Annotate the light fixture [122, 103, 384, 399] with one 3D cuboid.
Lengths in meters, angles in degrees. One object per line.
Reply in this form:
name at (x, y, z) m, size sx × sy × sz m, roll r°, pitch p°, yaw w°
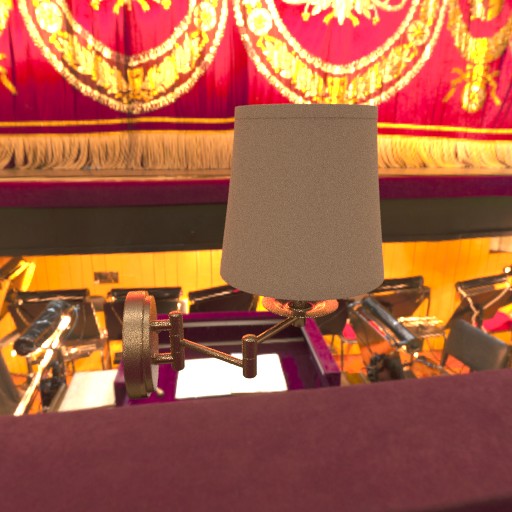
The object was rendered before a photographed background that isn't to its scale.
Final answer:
light fixture at (0.000, 0.000, 0.598) m, size 0.348 × 0.381 × 0.223 m, roll -2°, pitch 16°, yaw -8°
